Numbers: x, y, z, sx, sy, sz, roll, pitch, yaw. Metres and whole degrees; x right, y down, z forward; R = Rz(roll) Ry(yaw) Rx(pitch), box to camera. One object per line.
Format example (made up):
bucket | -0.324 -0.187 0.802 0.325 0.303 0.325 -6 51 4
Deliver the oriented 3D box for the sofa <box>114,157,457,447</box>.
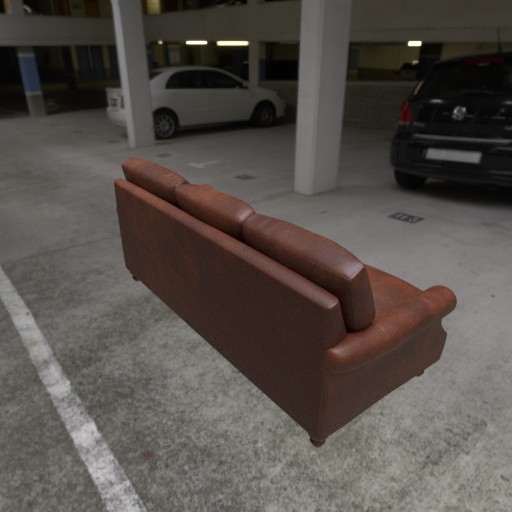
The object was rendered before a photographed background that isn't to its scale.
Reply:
sofa | 0.000 0.000 2.840 0.973 0.977 2.351 -19 32 -33
